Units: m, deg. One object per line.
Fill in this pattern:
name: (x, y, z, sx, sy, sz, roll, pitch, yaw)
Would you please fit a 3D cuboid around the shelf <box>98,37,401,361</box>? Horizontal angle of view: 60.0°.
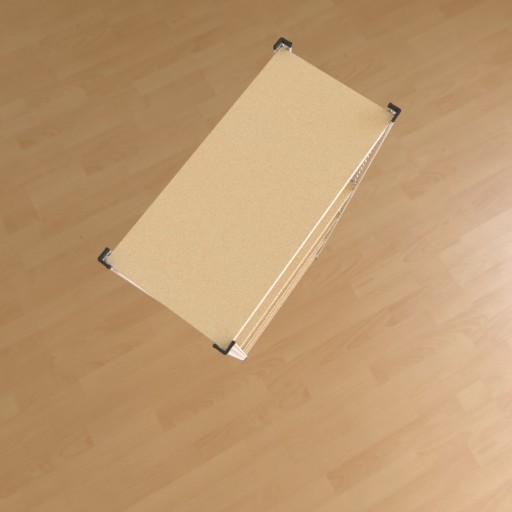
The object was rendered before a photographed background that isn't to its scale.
shelf: (0.000, 0.000, 2.195, 0.457, 1.829, 0.914, 35, 79, 8)
